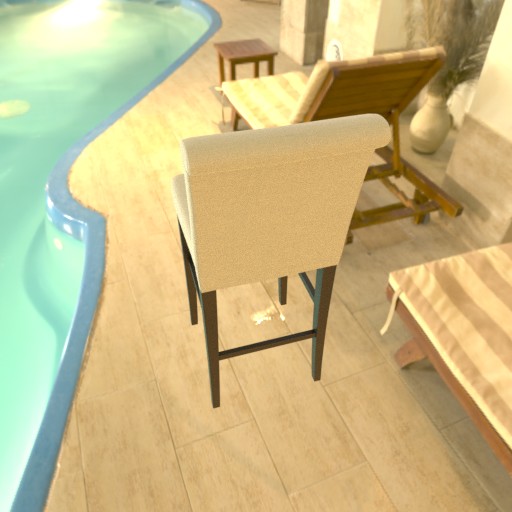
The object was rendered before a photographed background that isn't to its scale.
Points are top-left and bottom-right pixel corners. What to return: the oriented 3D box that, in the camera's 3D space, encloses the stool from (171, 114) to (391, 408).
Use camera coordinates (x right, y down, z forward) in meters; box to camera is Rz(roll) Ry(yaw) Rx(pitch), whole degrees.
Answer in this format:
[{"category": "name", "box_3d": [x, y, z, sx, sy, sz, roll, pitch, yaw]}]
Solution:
[{"category": "stool", "box_3d": [0.000, 0.000, 1.469, 0.452, 1.124, 0.597, -11, 43, -12]}]
